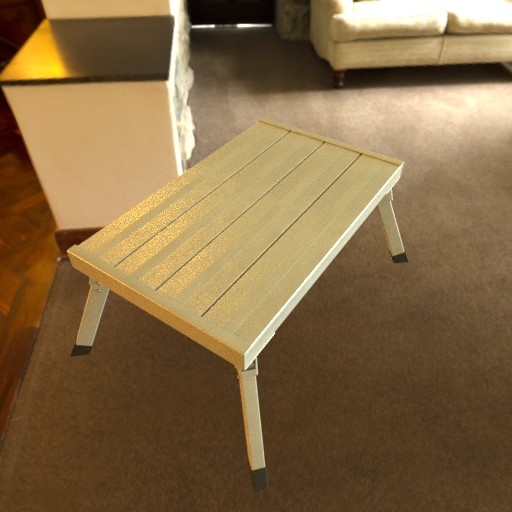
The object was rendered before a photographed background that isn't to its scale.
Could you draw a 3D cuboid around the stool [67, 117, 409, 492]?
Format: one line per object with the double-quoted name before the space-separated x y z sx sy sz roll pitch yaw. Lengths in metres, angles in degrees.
"stool" 0.000 0.000 0.726 0.385 0.225 0.535 25 49 24
